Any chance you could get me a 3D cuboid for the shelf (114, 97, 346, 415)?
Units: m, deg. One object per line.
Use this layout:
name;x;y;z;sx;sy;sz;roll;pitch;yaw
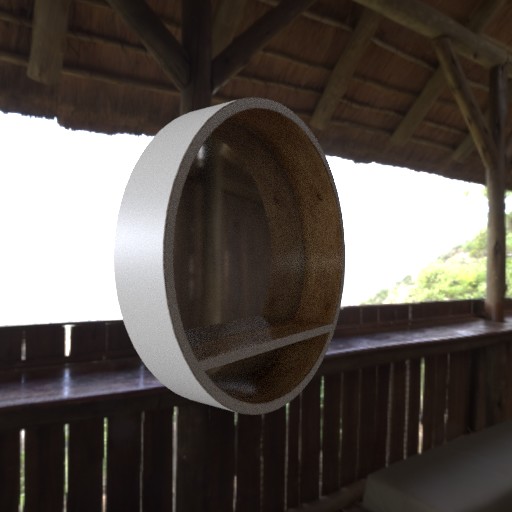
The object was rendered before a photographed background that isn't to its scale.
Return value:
shelf;0.000;0.000;1.216;0.158;0.807;0.806;0;1;36
